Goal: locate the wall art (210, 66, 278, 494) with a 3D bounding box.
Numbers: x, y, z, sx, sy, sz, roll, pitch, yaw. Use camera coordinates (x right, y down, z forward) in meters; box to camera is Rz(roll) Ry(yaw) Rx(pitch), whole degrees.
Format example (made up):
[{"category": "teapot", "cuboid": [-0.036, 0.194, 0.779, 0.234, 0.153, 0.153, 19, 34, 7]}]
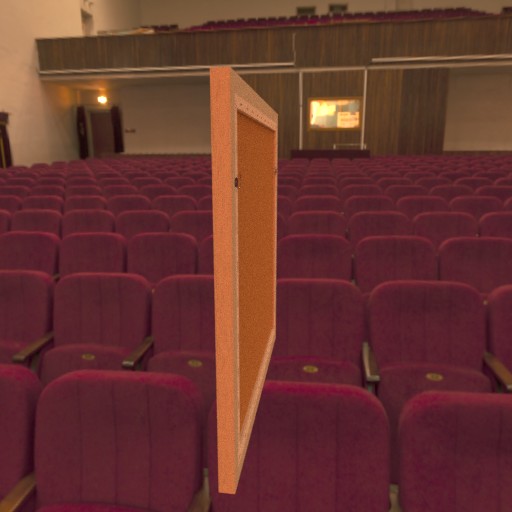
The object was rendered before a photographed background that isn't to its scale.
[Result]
[{"category": "wall art", "cuboid": [0.000, 0.000, 1.510, 0.045, 1.016, 1.016, 2, 13, 8]}]
